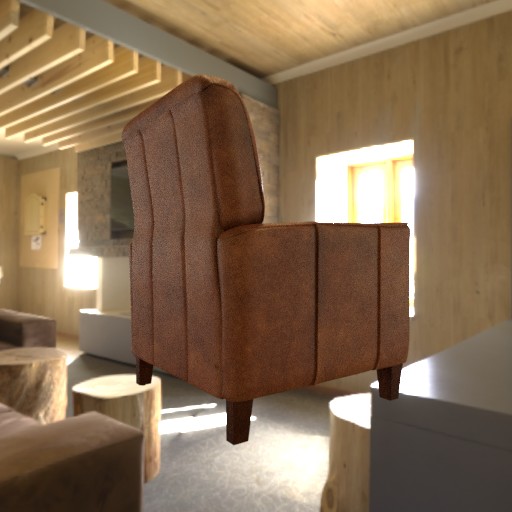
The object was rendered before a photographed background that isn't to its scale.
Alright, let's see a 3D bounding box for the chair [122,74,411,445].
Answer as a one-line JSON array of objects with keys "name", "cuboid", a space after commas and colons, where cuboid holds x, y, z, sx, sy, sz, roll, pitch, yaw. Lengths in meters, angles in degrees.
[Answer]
[{"name": "chair", "cuboid": [0.000, 0.000, 1.698, 0.836, 1.043, 0.843, 0, 0, -35]}]
